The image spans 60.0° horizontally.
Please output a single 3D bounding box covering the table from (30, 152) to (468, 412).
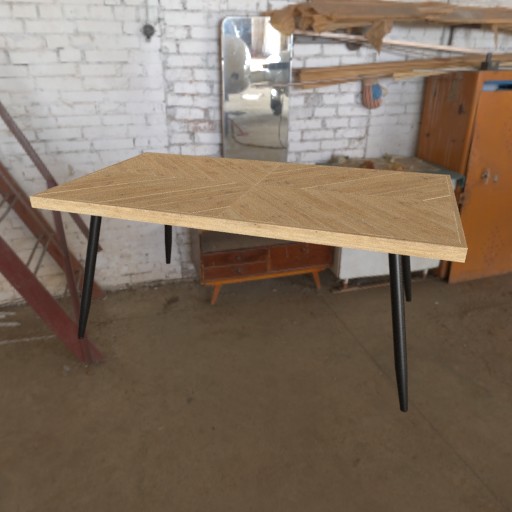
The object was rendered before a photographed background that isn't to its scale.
[{"bbox_3d":[0.000,0.000,2.308,1.803,0.762,0.991,8,26,17],"label":"table"}]
